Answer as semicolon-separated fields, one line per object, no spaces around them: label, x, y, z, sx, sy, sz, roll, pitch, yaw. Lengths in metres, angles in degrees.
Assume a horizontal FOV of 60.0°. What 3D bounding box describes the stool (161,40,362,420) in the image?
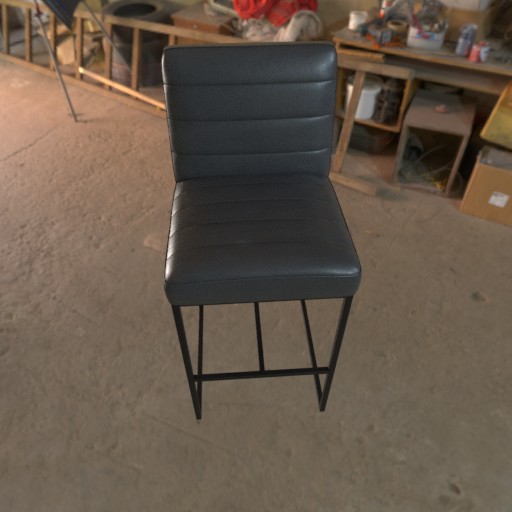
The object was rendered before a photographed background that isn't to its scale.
stool;0.000;0.000;1.316;0.457;1.040;0.552;-3;45;-3
